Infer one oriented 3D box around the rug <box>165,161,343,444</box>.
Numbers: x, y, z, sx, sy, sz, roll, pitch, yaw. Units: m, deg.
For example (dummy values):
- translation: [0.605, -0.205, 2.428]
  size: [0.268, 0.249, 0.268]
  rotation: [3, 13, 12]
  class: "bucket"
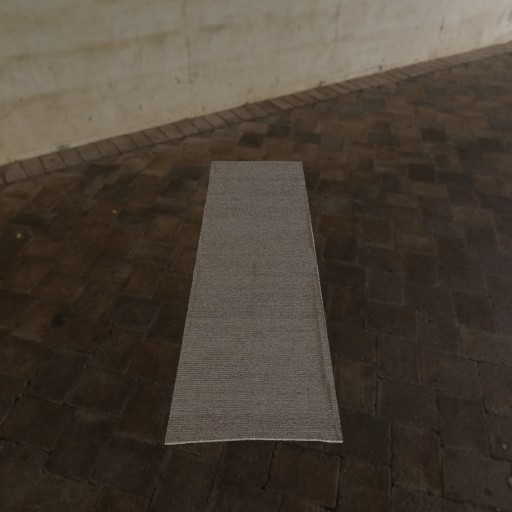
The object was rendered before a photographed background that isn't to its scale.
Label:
- translation: [0.000, 0.000, 2.739]
  size: [0.741, 0.014, 2.390]
  rotation: [0, 41, 0]
  class: "rug"
